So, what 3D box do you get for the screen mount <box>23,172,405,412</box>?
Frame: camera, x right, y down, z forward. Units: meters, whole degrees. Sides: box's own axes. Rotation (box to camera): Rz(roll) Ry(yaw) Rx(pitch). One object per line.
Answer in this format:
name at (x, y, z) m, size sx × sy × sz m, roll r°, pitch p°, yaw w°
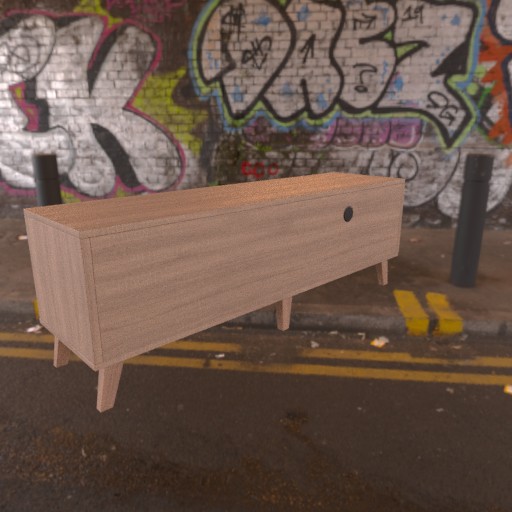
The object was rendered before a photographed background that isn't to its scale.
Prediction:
screen mount at (0.000, 0.000, 1.724) m, size 1.500 × 0.509 × 0.401 m, roll -15°, pitch 22°, yaw -41°
